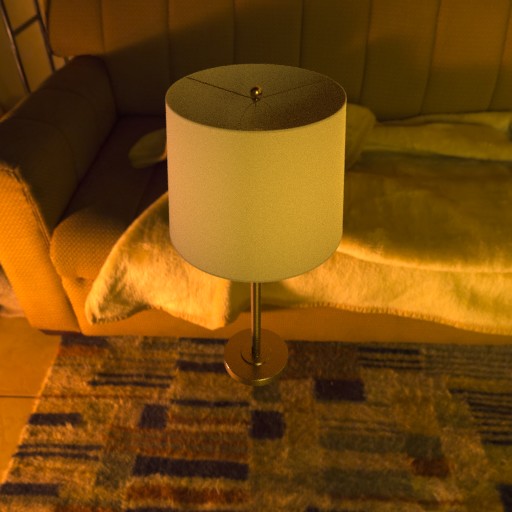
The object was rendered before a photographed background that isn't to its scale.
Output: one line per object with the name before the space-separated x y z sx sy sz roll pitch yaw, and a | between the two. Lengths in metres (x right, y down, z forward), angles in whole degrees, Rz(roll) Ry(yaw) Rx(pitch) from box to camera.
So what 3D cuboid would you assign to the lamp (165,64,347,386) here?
lamp | 0.000 0.000 0.916 0.333 0.696 0.333 0 40 0
